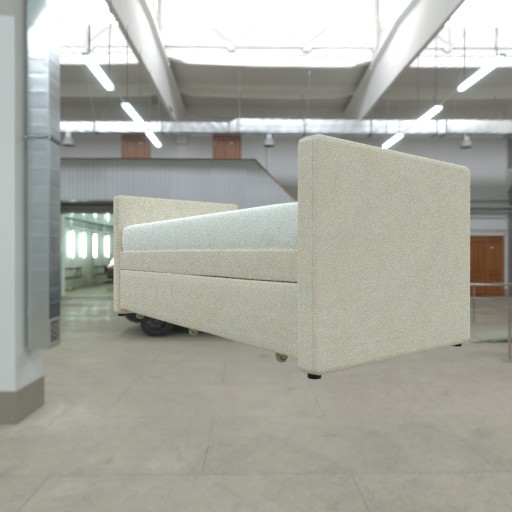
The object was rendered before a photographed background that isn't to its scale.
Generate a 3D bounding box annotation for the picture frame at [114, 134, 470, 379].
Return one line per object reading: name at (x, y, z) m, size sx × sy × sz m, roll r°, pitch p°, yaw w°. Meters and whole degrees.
picture frame at (0.000, 0.000, 2.754) m, size 1.069 × 0.891 × 2.161 m, roll 0°, pitch 0°, yaw -36°
